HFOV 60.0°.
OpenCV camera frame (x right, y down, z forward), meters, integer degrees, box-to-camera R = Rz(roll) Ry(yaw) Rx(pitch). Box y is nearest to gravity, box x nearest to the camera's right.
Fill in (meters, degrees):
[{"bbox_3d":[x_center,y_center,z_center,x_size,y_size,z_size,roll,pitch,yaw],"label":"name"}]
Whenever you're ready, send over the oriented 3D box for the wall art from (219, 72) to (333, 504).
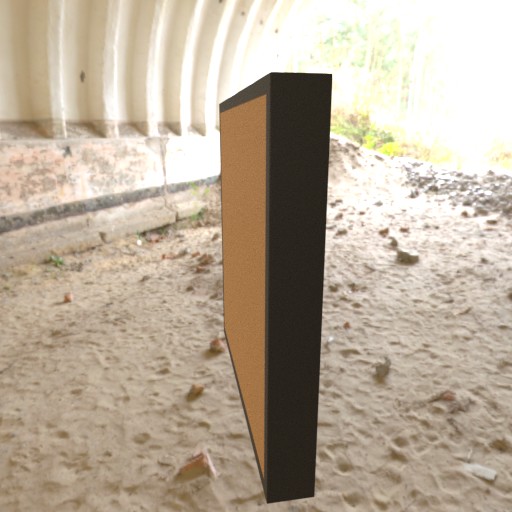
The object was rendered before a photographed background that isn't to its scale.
[{"bbox_3d":[0.000,0.000,0.441,0.038,0.304,0.304,-3,16,-10],"label":"wall art"}]
